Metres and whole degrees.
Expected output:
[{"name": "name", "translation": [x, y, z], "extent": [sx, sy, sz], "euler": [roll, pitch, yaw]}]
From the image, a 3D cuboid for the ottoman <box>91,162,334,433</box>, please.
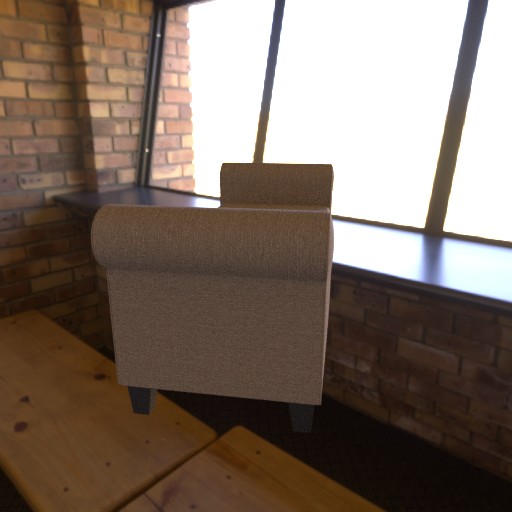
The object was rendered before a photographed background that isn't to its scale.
[{"name": "ottoman", "translation": [0.000, 0.000, 1.555], "extent": [0.521, 0.547, 1.256], "euler": [3, 17, 9]}]
